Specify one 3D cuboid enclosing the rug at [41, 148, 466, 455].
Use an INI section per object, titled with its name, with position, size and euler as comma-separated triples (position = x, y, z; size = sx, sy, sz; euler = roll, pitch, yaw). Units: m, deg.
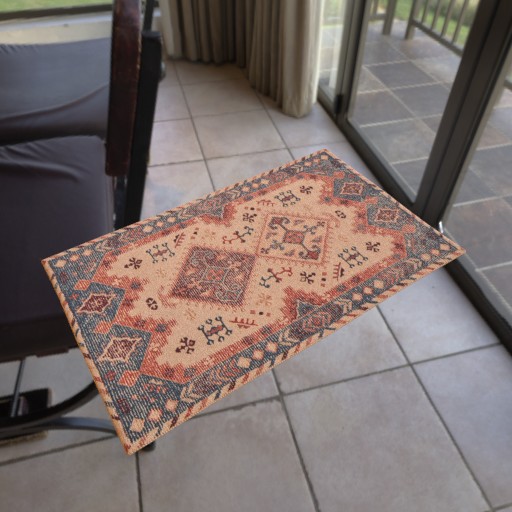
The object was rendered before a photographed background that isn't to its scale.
[rug]
position = 0.000, 0.000, 3.007
size = 2.464, 0.023, 1.521
euler = -26, 52, -22
